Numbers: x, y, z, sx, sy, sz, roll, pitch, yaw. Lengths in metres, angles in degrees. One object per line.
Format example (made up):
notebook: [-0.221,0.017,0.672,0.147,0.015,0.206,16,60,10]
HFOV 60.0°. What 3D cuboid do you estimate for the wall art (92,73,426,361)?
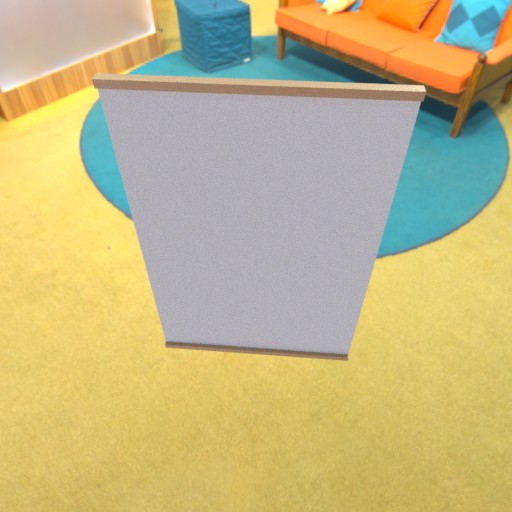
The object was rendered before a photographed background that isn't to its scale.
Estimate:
wall art: [0.000,0.000,0.757,0.401,0.611,0.016,3,47,3]
